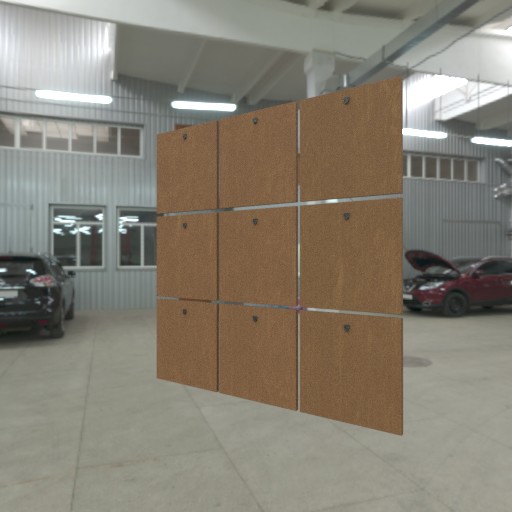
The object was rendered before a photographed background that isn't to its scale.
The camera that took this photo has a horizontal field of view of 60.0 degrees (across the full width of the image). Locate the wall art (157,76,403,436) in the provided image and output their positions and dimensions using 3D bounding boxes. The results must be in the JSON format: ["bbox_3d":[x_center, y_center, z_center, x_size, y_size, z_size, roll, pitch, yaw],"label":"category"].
[{"bbox_3d":[0.000,0.000,1.394,0.915,0.913,0.018,0,0,36],"label":"wall art"}]
